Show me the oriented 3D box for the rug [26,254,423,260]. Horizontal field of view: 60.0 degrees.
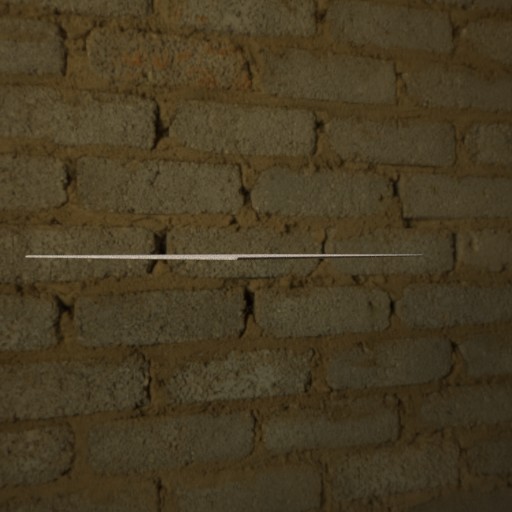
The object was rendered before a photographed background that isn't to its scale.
[{"bbox_3d":[0.000,0.000,2.353,1.219,0.010,1.829,0,0,36],"label":"rug"}]
